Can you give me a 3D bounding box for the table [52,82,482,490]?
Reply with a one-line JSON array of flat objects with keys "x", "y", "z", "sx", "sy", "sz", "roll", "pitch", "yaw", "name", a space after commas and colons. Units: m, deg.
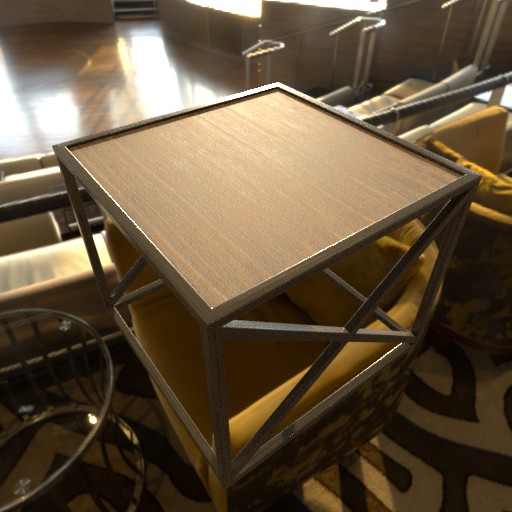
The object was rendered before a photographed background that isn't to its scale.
[{"x": 0.000, "y": 0.000, "z": 1.046, "sx": 0.611, "sy": 0.507, "sz": 0.609, "roll": -26, "pitch": 47, "yaw": -27, "name": "table"}]
